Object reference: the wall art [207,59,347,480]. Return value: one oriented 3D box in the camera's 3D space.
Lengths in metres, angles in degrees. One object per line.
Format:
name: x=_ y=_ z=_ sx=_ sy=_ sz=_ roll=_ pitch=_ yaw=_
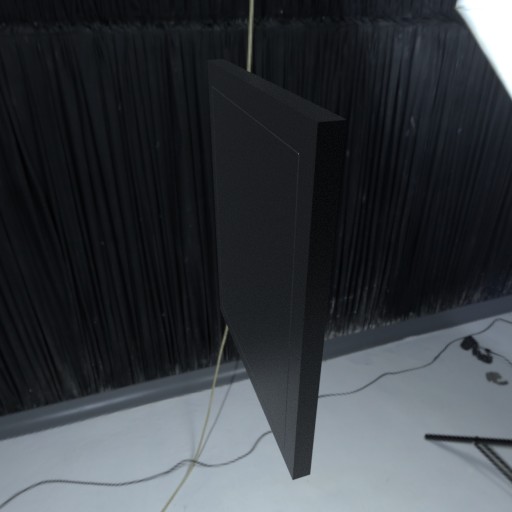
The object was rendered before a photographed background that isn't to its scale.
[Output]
wall art: x=0.000 y=0.000 z=0.749 sx=0.031 sy=0.558 sz=0.461 roll=-10 pitch=32 yaw=-16
